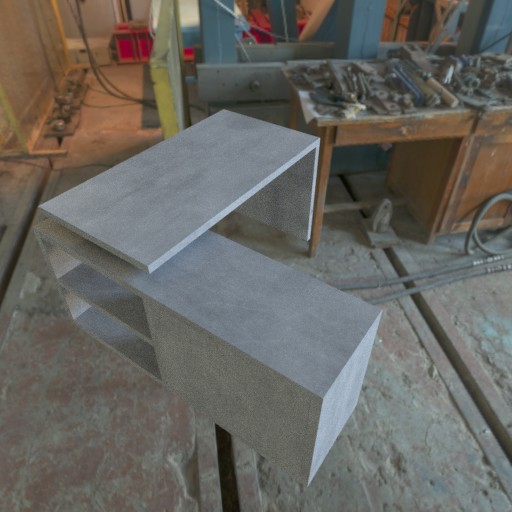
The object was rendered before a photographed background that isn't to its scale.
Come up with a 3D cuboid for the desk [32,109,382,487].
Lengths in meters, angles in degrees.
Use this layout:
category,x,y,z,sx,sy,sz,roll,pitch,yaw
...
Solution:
category,x,y,z,sx,sy,sz,roll,pitch,yaw
desk,0.000,0.000,2.303,1.500,0.740,1.400,25,47,26
